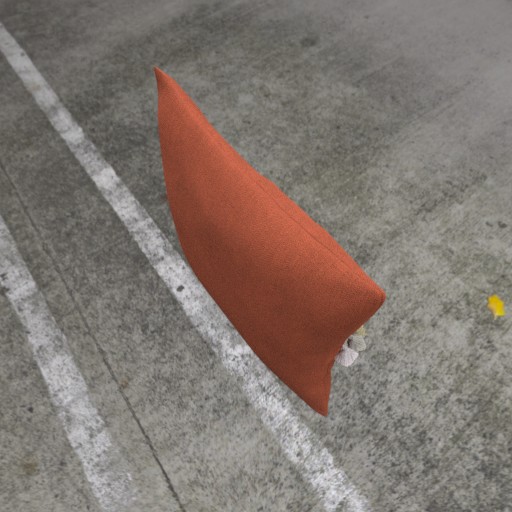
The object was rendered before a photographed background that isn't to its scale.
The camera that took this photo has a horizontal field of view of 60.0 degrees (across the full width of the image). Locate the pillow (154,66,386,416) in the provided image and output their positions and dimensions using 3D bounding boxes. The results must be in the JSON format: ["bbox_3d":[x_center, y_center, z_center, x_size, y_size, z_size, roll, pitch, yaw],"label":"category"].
[{"bbox_3d":[0.000,0.000,0.749,0.165,0.482,0.490,-31,63,-18],"label":"pillow"}]
